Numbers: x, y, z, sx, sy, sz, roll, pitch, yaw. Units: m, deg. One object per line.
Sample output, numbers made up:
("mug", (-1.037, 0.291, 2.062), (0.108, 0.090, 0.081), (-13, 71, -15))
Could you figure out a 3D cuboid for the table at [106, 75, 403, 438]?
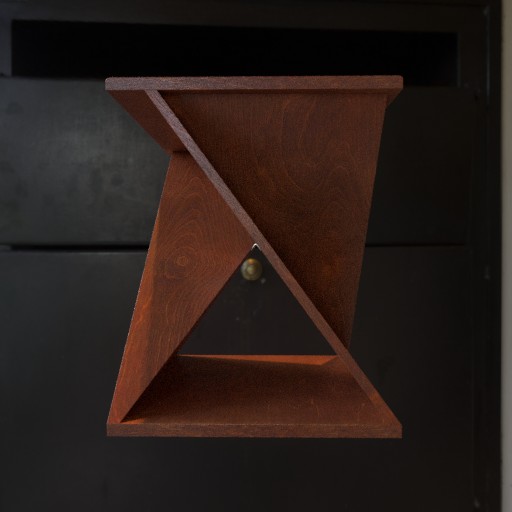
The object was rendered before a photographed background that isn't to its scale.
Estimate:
("table", (0.000, 0.000, 0.852), (0.427, 0.520, 0.427), (0, 1, 1))
